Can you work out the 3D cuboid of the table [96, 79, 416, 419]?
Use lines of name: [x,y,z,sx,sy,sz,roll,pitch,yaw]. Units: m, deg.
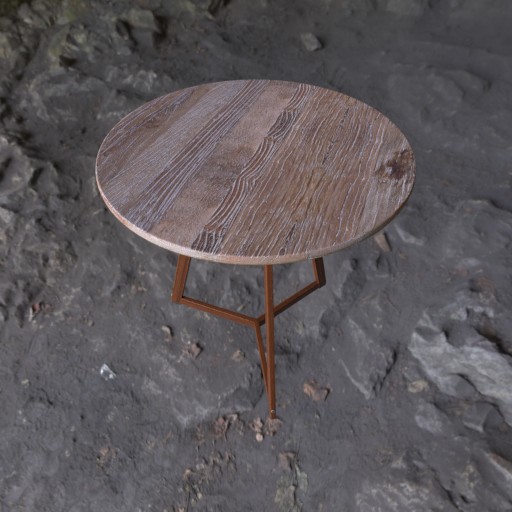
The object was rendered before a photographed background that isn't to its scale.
table: [0.000,0.000,0.888,0.500,0.500,0.500,0,45,0]
